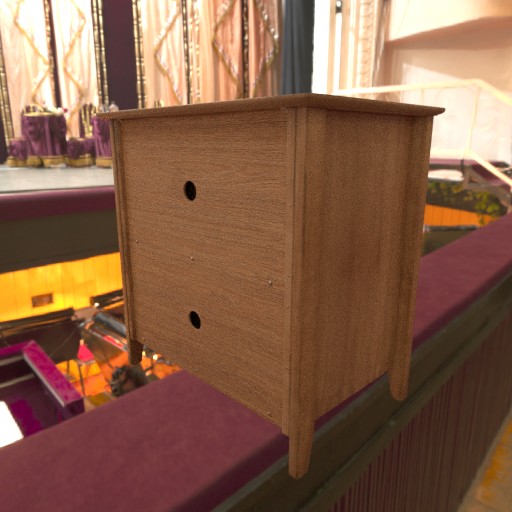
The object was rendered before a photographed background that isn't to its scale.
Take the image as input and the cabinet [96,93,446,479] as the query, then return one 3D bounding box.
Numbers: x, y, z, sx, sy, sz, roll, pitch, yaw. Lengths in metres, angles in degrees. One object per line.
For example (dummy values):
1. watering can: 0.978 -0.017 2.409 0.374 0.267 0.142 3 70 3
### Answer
1. cabinet: 0.000 0.000 1.221 0.503 0.762 0.763 -14 20 -42
